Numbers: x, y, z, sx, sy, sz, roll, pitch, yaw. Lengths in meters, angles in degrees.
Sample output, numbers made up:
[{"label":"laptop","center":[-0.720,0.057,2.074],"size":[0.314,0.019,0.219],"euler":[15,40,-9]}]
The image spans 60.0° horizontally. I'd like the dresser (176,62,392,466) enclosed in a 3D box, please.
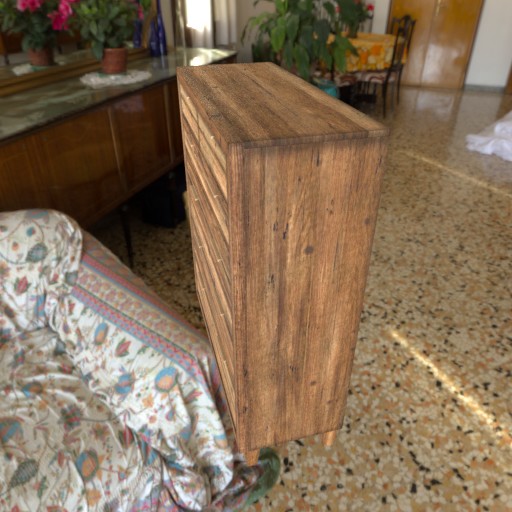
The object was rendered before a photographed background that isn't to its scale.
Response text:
[{"label":"dresser","center":[0.000,0.000,1.895],"size":[0.438,1.359,1.067],"euler":[-8,34,-13]}]
